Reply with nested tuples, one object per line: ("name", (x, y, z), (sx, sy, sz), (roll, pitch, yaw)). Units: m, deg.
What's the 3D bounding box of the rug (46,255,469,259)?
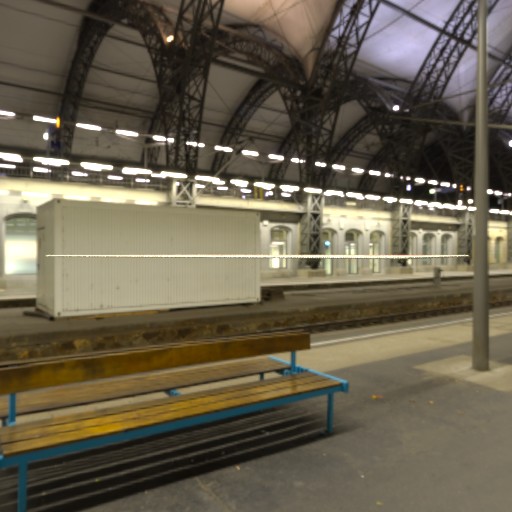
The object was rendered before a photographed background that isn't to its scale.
("rug", (0.000, 0.000, 1.074), (0.868, 0.004, 0.556), (0, 0, 33))
